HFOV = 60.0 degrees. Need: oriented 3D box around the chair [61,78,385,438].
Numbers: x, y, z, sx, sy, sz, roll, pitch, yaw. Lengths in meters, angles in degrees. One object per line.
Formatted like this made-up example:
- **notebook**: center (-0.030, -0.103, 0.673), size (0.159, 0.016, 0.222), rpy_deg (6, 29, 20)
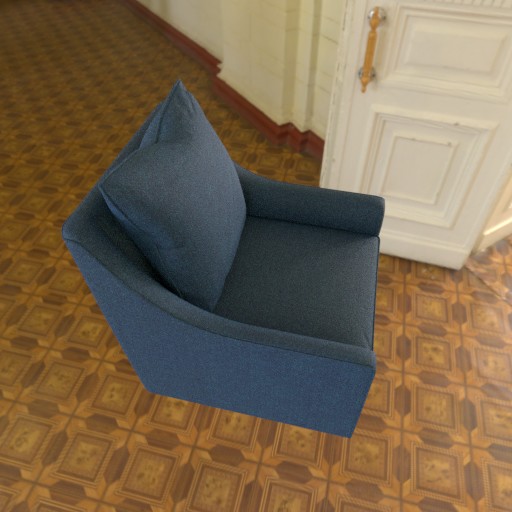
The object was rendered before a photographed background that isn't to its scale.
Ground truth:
- **chair**: center (0.000, 0.000, 1.543), size (0.870, 0.939, 0.750), rpy_deg (10, 47, 9)
